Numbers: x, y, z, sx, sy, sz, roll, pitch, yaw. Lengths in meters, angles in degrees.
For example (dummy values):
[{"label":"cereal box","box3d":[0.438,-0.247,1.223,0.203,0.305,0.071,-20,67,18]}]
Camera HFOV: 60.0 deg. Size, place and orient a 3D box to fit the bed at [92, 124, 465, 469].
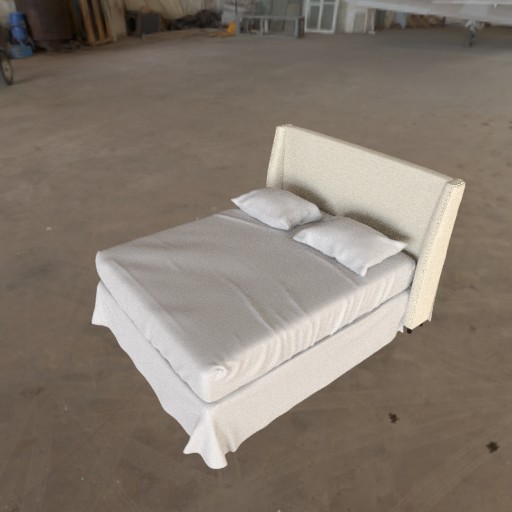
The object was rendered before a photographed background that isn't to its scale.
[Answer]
[{"label":"bed","box3d":[0.000,0.000,3.480,2.276,1.332,1.925,-22,38,-31]}]
